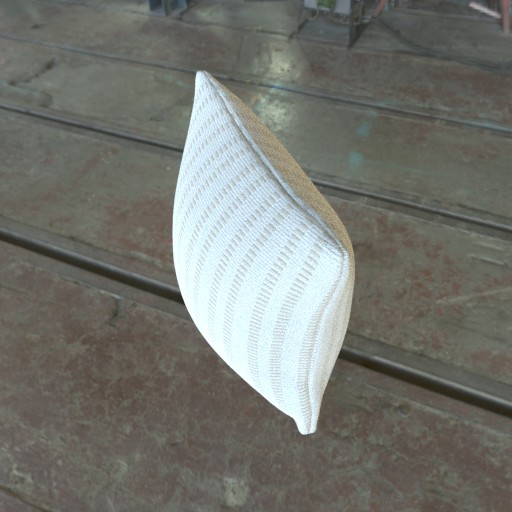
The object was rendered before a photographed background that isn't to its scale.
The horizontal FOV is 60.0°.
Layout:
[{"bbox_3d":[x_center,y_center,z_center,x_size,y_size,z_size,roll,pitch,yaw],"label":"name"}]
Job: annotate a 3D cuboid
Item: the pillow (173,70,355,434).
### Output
[{"bbox_3d":[0.000,0.000,0.695,0.247,0.419,0.438,-17,49,-15],"label":"pillow"}]
